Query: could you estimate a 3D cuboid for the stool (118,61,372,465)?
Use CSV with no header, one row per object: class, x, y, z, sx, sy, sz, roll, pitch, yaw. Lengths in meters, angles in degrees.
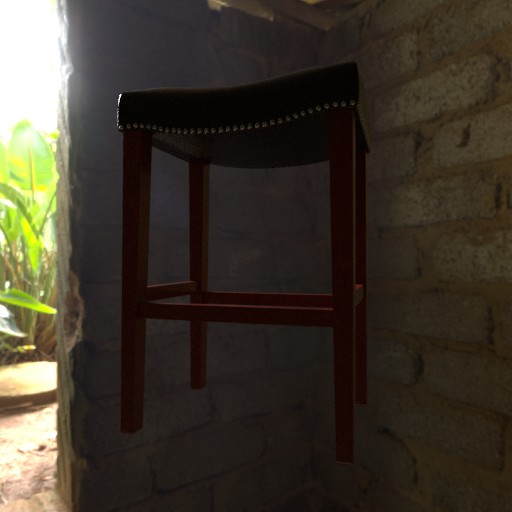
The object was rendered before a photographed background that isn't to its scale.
stool,0.000,0.000,1.027,0.504,0.742,0.372,0,0,18
